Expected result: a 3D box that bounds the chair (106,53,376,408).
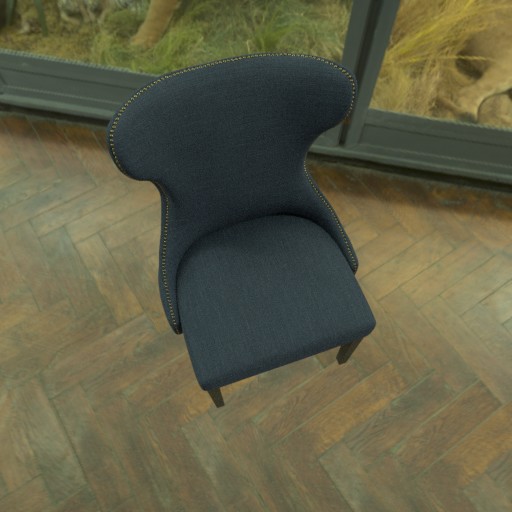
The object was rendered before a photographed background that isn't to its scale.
[{"bbox_3d":[0.000,0.000,1.353,0.628,0.967,0.635,-17,64,-9],"label":"chair"}]
